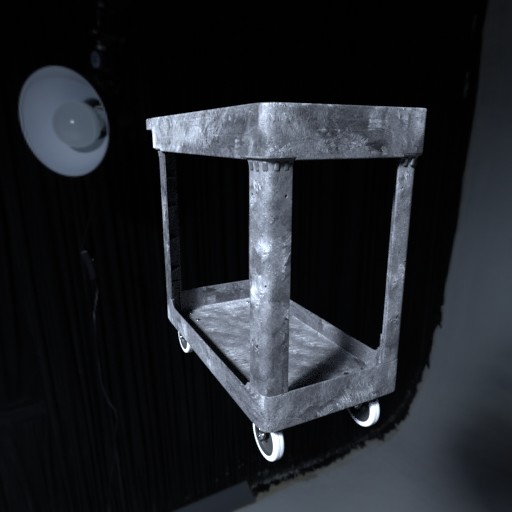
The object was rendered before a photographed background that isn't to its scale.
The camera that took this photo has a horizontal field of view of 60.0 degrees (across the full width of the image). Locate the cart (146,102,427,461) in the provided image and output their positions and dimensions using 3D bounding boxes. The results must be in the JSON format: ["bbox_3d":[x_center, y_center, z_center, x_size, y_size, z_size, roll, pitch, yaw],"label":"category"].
[{"bbox_3d":[0.000,0.000,1.357,0.420,0.824,0.877,-8,17,-26],"label":"cart"}]
